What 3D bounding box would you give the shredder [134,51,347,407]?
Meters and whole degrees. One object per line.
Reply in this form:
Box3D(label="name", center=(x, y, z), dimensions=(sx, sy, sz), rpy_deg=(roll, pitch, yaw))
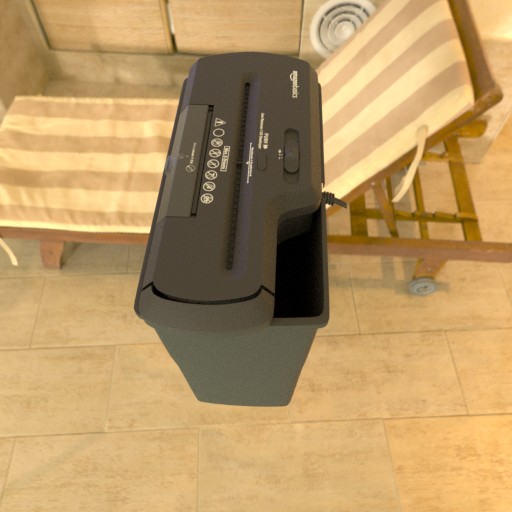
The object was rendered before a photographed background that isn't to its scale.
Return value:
Box3D(label="shredder", center=(0.000, 0.000, 0.521), dimensions=(0.170, 0.335, 0.320), rpy_deg=(3, 58, 2))
